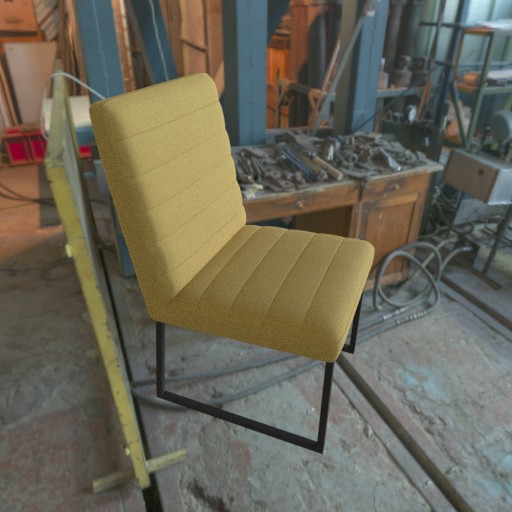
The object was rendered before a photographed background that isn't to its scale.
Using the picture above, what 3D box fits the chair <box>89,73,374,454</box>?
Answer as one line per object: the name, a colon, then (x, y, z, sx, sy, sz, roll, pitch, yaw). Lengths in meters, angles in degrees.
chair: (0.000, 0.000, 1.311, 0.634, 0.930, 0.520, 12, 32, 19)
